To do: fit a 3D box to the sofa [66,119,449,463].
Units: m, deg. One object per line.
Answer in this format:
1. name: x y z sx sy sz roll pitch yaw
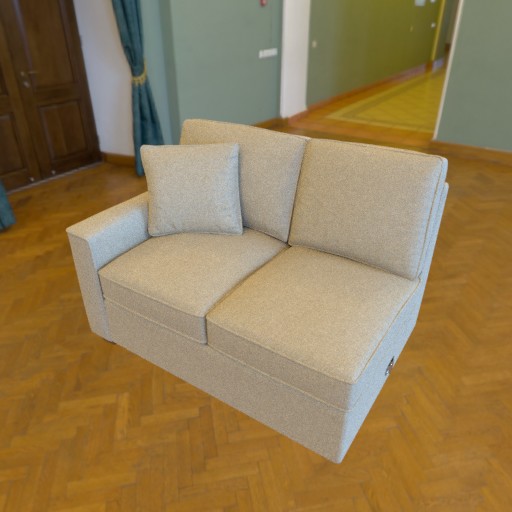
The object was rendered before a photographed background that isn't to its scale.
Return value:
1. sofa: 0.000 0.000 2.027 1.388 0.989 0.991 18 35 28
